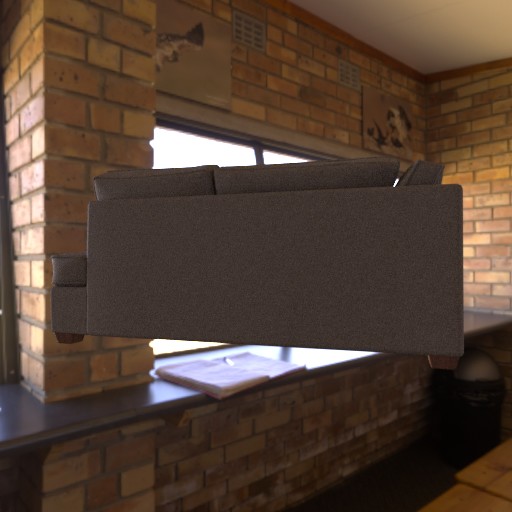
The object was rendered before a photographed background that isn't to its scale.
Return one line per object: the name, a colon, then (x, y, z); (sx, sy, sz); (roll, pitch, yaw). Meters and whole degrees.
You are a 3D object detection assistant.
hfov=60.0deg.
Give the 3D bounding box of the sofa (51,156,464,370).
sofa: (0.000, 0.000, 2.781); (2.237, 1.033, 1.110); (0, -1, 17)
